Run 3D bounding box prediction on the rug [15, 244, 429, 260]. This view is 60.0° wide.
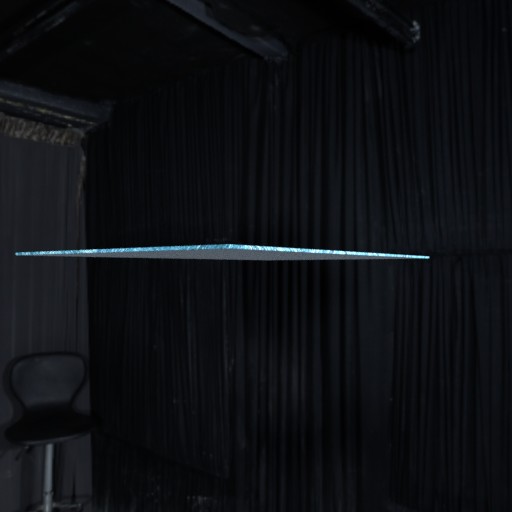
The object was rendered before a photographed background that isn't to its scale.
[{"bbox_3d":[0.000,0.000,2.813,1.490,0.015,2.277,-1,-2,37],"label":"rug"}]
